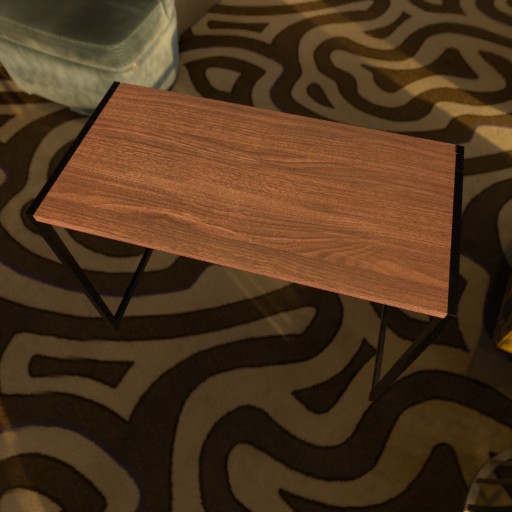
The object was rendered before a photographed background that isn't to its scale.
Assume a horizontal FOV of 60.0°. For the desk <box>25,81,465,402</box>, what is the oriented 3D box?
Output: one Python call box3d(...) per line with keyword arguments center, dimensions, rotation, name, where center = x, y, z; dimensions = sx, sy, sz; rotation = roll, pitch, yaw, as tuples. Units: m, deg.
box3d(center=(0.000, 0.000, 1.446), dimensions=(1.016, 0.762, 0.508), rotation=(13, 60, 8), name="desk")
